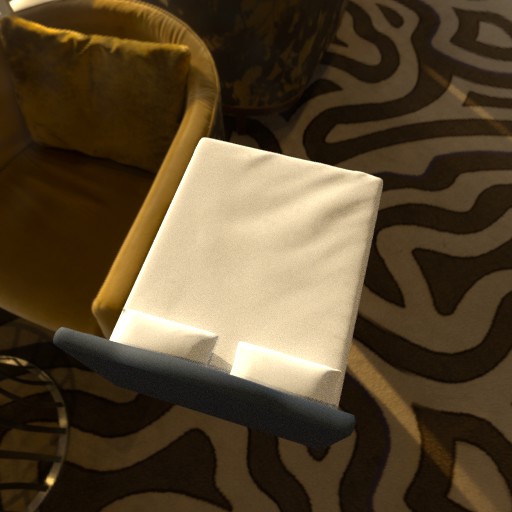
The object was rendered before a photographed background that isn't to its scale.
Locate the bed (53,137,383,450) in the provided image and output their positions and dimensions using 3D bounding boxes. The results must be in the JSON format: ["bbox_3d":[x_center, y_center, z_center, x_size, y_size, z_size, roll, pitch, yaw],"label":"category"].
[{"bbox_3d":[0.000,0.000,3.400,1.821,1.436,2.282,15,64,7],"label":"bed"}]
